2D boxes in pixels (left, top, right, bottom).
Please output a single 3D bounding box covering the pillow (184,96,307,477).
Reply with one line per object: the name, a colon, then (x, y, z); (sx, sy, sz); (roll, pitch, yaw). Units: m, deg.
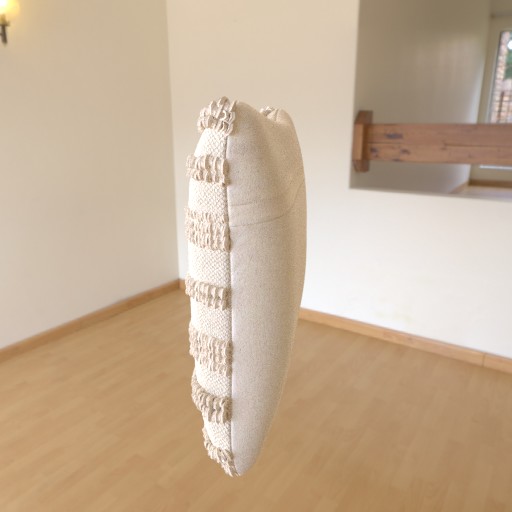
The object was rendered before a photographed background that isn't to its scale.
pillow: (0.000, 0.000, 0.648); (0.145, 0.427, 0.437); (3, 17, 9)
